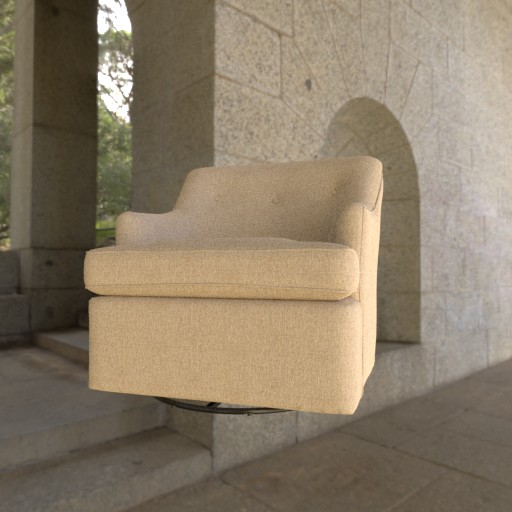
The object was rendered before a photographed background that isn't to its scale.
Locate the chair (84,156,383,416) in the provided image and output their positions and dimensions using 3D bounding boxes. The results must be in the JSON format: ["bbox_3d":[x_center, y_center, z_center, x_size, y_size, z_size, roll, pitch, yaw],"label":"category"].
[{"bbox_3d":[0.000,0.000,1.588,0.864,0.856,0.923,0,-1,18],"label":"chair"}]
